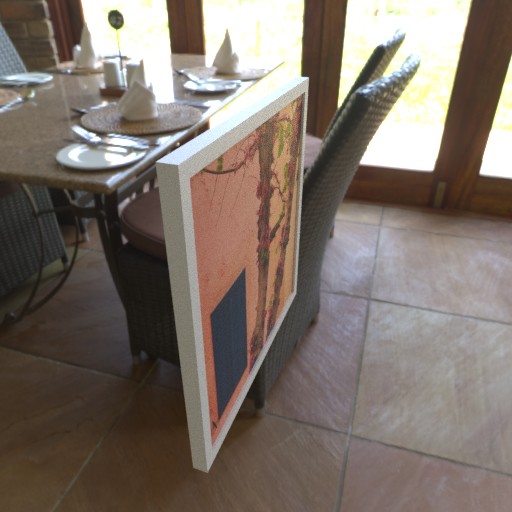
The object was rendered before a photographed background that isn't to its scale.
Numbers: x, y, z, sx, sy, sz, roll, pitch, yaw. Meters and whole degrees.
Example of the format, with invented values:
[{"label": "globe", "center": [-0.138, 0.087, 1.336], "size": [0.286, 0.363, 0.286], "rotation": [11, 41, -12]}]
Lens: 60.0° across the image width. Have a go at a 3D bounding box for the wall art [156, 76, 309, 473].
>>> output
[{"label": "wall art", "center": [0.000, 0.000, 1.163], "size": [0.038, 0.762, 0.762], "rotation": [11, 33, 17]}]
